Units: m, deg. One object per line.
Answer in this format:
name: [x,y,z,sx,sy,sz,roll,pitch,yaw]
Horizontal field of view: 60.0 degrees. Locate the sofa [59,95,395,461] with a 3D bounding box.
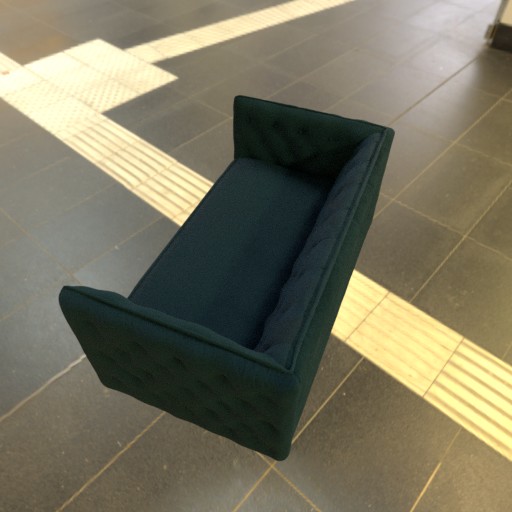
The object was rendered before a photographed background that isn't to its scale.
sofa: [0.000,0.000,2.160,0.909,0.810,1.583,17,50,15]
